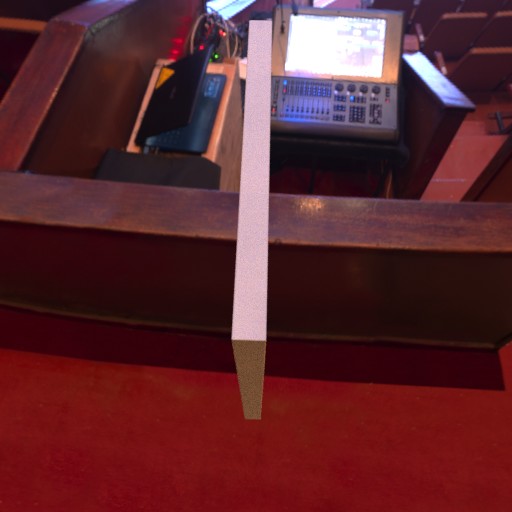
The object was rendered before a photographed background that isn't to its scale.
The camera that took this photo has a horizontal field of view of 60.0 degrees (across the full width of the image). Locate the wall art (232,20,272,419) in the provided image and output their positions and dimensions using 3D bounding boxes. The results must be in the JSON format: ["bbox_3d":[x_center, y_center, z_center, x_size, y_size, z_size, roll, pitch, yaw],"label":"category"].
[{"bbox_3d":[0.000,0.000,0.838,0.037,0.606,0.508,1,63,1],"label":"wall art"}]
